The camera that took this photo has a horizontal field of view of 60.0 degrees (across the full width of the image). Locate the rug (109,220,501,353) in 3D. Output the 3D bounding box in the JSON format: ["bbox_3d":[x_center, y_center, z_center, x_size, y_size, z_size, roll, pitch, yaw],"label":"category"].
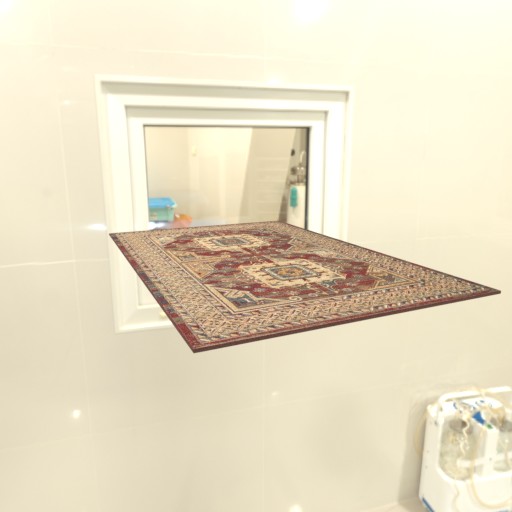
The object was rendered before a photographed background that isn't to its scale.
[{"bbox_3d":[0.000,0.000,5.624,3.033,0.033,4.578,-6,15,-24],"label":"rug"}]
